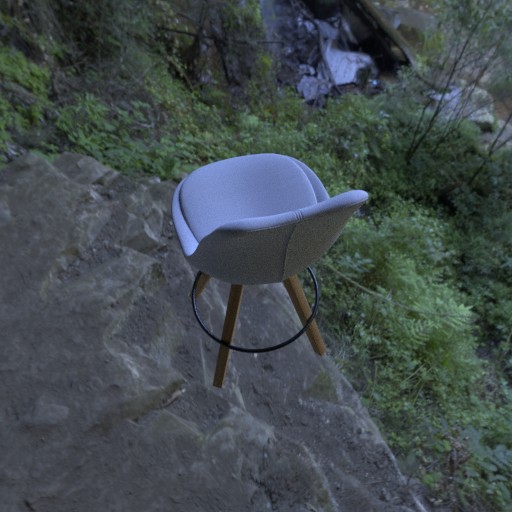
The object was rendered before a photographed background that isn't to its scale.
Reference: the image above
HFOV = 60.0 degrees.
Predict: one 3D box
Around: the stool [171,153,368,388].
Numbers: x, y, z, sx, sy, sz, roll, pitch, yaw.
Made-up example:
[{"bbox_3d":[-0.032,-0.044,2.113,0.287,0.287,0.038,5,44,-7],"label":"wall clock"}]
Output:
[{"bbox_3d":[0.000,0.000,1.411,0.484,1.115,0.550,-15,60,-9],"label":"stool"}]
